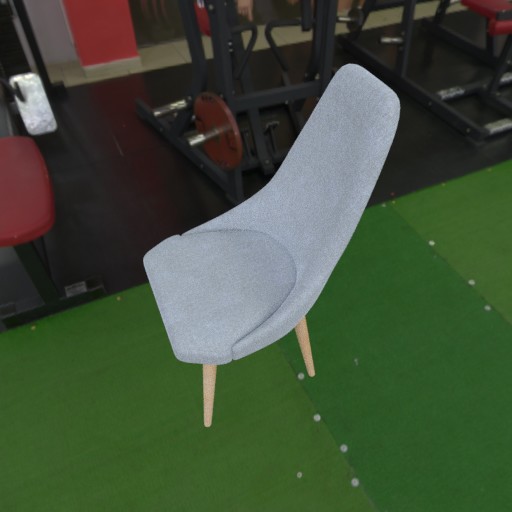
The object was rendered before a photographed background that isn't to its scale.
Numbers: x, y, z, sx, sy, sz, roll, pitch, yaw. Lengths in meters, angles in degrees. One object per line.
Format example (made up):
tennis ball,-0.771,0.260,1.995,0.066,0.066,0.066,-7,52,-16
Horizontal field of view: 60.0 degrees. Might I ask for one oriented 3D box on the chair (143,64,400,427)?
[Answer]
chair,0.000,0.000,1.395,0.660,1.040,0.510,-18,50,-15
